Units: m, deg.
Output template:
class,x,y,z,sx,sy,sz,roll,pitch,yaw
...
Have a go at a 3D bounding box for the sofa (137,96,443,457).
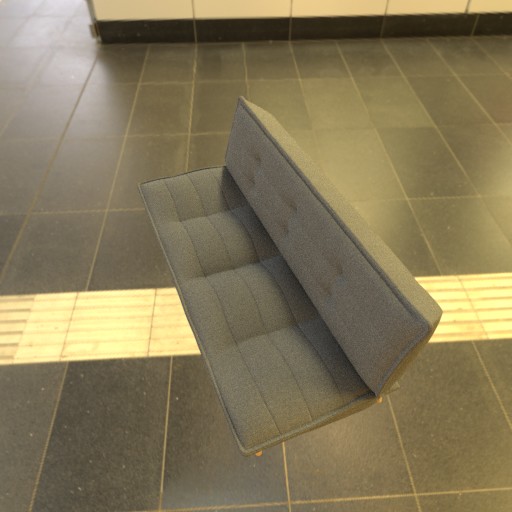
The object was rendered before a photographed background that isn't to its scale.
class,x,y,z,sx,sy,sz,roll,pitch,yaw
sofa,0.000,0.000,2.480,0.950,0.890,1.940,-17,49,-15
